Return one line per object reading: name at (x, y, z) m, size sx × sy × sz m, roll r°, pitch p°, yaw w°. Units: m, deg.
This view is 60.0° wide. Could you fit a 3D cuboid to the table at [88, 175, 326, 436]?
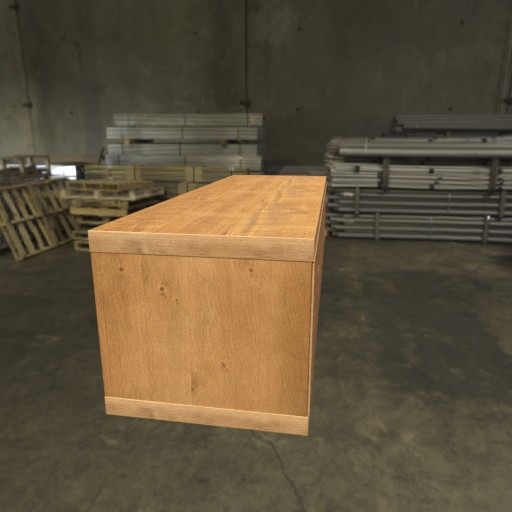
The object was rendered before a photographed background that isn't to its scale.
table at (0.000, 0.000, 1.713) m, size 0.499 × 0.491 × 1.499 m, roll 3°, pitch 15°, yaw 9°
